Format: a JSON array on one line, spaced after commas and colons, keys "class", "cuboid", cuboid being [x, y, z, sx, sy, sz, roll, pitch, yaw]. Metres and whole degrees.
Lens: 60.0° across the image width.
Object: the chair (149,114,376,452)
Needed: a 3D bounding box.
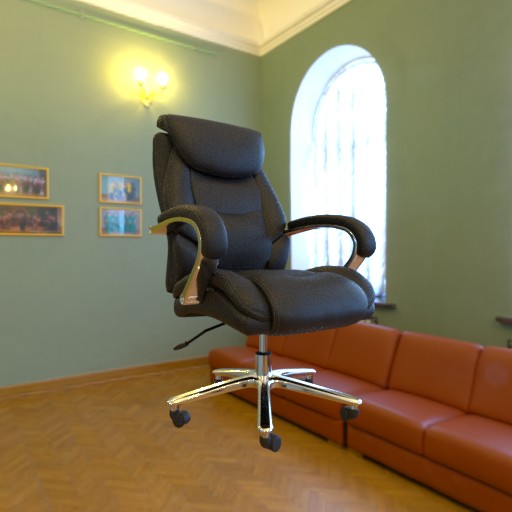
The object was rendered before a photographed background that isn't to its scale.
[{"class": "chair", "cuboid": [0.000, 0.000, 1.706, 0.755, 1.183, 0.790, -1, 1, -36]}]
